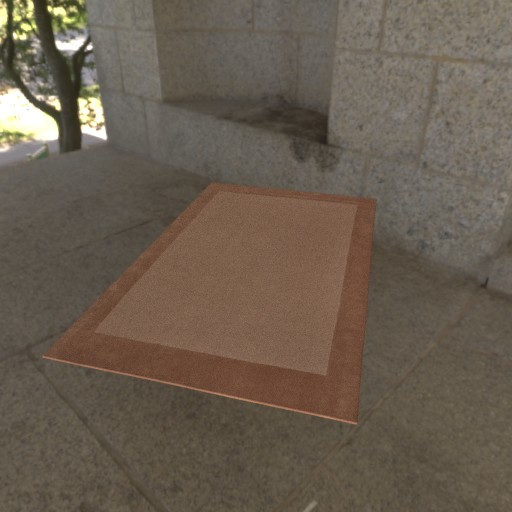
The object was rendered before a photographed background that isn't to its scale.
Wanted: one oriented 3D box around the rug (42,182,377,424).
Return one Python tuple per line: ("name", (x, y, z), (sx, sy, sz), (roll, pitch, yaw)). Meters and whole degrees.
("rug", (0.000, 0.000, 3.019), (1.524, 0.014, 2.438), (8, 31, 13))
